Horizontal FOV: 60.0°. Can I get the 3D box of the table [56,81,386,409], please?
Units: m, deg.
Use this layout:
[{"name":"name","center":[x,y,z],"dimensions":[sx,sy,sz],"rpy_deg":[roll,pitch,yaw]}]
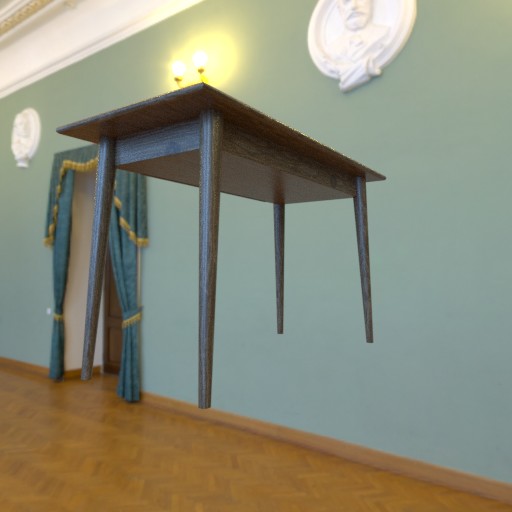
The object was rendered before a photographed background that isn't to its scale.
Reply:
[{"name":"table","center":[0.000,0.000,1.719],"dimensions":[0.599,0.780,1.300],"rpy_deg":[-1,-2,35]}]
